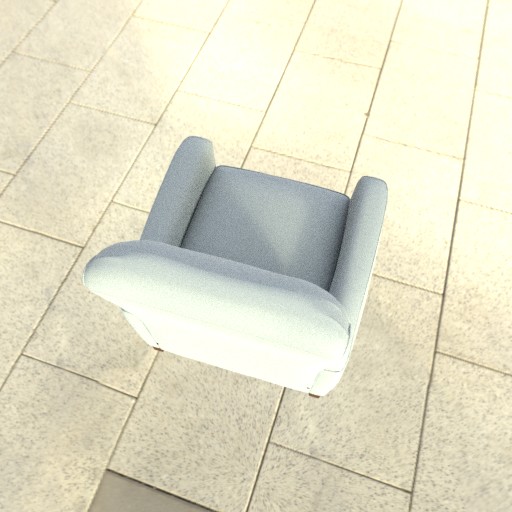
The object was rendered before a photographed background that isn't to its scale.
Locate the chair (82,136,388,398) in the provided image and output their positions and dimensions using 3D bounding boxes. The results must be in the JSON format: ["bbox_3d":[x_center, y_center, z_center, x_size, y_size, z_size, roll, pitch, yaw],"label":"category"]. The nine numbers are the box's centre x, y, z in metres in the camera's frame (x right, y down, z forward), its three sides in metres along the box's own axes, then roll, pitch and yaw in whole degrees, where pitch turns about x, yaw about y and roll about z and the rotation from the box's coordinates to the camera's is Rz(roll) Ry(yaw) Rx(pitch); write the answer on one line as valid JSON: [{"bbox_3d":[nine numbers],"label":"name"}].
[{"bbox_3d":[0.000,0.000,1.647,0.853,1.007,0.846,15,64,7],"label":"chair"}]
